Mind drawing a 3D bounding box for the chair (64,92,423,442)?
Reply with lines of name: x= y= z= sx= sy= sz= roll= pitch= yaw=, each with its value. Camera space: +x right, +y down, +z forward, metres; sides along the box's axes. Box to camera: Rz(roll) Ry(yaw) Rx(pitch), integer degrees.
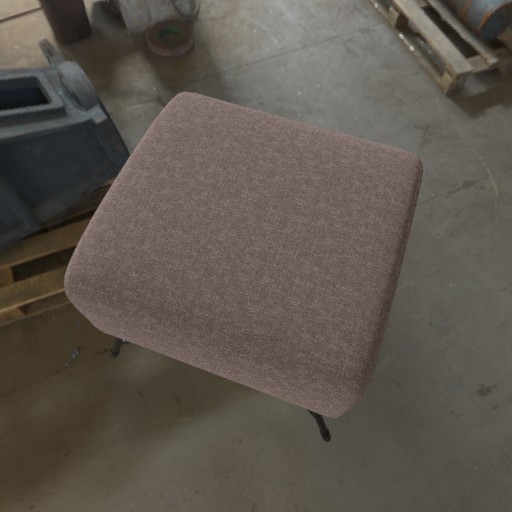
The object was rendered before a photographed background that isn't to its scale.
chair: x=0.000 y=0.000 z=0.913 sx=0.530 sy=0.410 sz=0.530 roll=18 pitch=64 yaw=9
